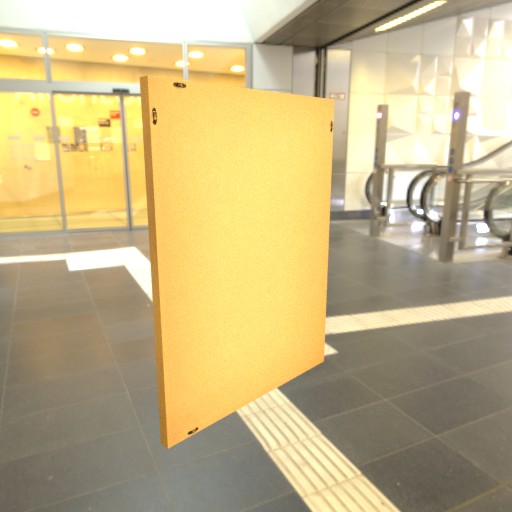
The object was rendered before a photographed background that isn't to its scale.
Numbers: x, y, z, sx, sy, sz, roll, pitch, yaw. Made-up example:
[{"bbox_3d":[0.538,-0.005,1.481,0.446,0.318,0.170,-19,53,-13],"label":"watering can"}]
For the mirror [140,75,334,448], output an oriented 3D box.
[{"bbox_3d":[0.000,0.000,1.441,0.040,1.016,0.762,13,19,43],"label":"mirror"}]
